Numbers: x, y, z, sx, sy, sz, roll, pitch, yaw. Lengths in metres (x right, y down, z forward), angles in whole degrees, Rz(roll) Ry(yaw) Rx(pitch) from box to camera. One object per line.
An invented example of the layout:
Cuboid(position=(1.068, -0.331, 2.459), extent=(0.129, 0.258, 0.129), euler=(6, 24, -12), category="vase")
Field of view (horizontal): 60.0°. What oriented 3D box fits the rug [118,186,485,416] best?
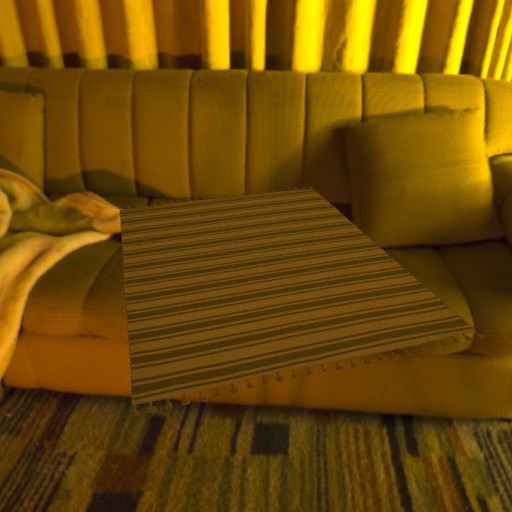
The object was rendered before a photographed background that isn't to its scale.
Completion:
Cuboid(position=(0.000, 0.000, 4.150), extent=(2.439, 0.005, 3.201), euler=(-8, 30, -14), category="rug")
